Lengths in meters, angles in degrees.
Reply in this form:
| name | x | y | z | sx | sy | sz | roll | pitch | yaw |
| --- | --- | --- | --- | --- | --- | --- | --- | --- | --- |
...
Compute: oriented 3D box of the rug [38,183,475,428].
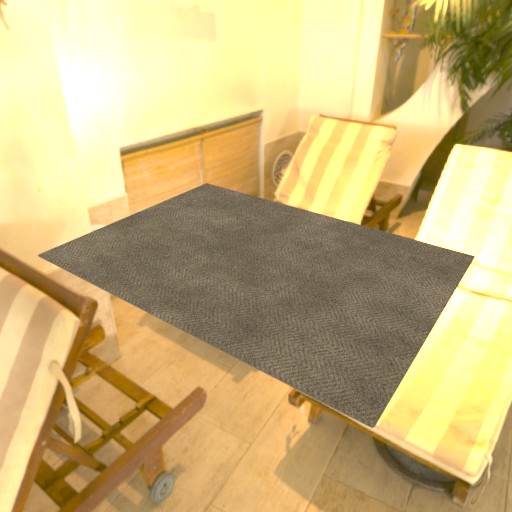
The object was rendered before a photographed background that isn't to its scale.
| name | x | y | z | sx | sy | sz | roll | pitch | yaw |
| --- | --- | --- | --- | --- | --- | --- | --- | --- | --- |
| rug | 0.000 | 0.000 | 2.781 | 2.235 | 0.008 | 1.600 | 20 | 35 | 31 |
